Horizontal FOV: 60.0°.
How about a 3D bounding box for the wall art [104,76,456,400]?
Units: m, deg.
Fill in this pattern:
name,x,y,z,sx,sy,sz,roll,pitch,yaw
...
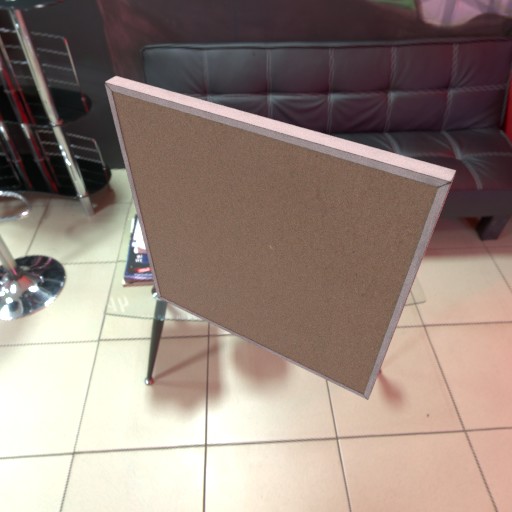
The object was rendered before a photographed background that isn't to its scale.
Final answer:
name,x,y,z,sx,sy,sz,roll,pitch,yaw
wall art,0.000,0.000,1.145,0.762,0.762,0.038,22,49,20
